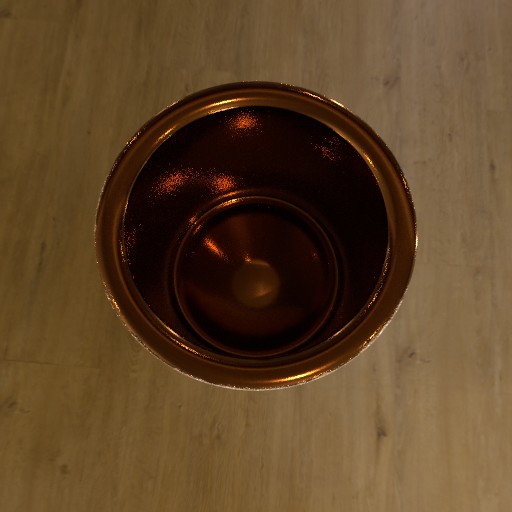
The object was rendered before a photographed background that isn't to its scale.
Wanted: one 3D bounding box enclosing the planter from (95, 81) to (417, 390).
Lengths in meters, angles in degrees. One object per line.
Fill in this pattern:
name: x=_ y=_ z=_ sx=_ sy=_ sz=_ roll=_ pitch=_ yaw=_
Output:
planter: x=0.000 y=0.000 z=0.314 sx=0.177 sy=0.157 sz=0.177 roll=0 pitch=76 yaw=0
